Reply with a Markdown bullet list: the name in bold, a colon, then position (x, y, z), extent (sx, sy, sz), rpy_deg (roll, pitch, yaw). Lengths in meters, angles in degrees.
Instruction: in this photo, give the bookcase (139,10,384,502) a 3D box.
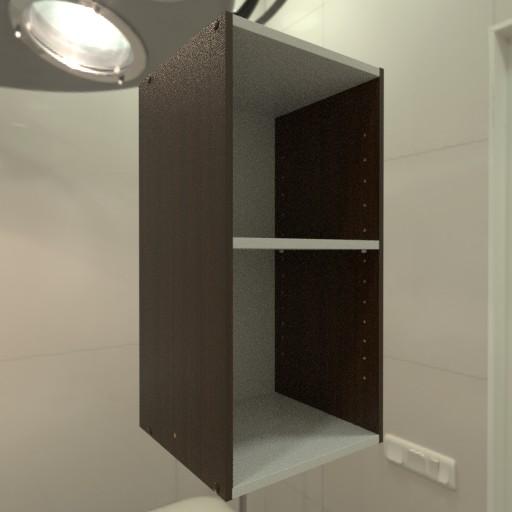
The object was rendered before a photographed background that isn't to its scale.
- **bookcase**: position (0.000, 0.000, 0.744), extent (0.300, 0.600, 0.290), rpy_deg (0, 1, -35)
